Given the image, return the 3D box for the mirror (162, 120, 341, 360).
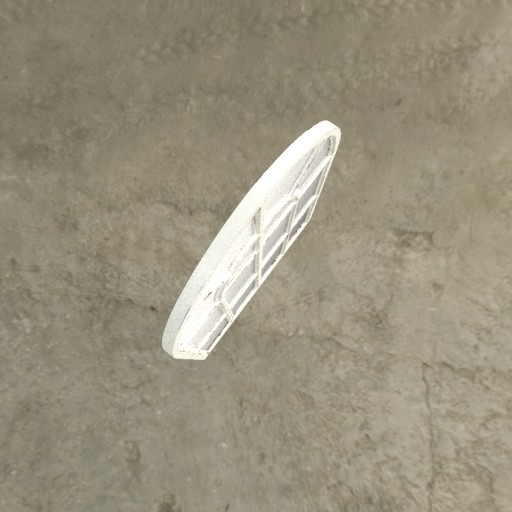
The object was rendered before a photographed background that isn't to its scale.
[{"bbox_3d":[0.000,0.000,1.209,0.032,0.920,0.660,36,79,8],"label":"mirror"}]
